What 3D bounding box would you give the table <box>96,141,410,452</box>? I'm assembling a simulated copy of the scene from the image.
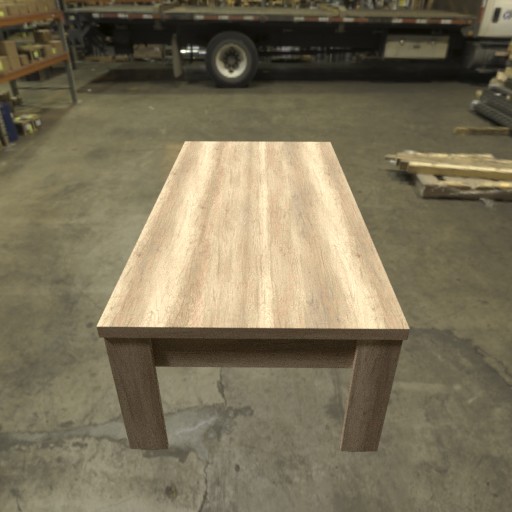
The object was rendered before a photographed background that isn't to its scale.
[{"bbox_3d":[0.000,0.000,1.683,0.700,0.460,1.350,0,32,1],"label":"table"}]
